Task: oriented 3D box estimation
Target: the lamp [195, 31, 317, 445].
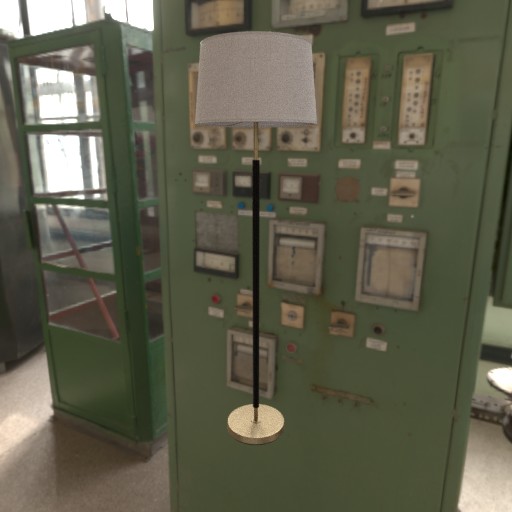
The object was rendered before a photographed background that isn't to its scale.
[{"bbox_3d":[0.000,0.000,1.651,0.420,1.447,0.420,0,14,0],"label":"lamp"}]
